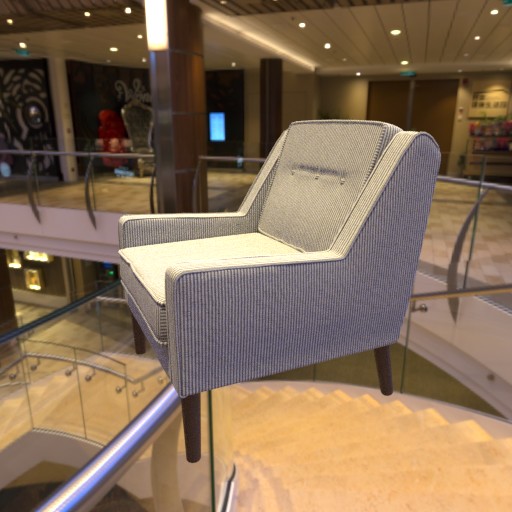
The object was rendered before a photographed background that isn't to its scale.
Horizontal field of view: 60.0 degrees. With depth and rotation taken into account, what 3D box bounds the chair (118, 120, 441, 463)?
[{"bbox_3d":[0.000,0.000,1.347,0.743,0.792,0.663,-8,19,-25],"label":"chair"}]
